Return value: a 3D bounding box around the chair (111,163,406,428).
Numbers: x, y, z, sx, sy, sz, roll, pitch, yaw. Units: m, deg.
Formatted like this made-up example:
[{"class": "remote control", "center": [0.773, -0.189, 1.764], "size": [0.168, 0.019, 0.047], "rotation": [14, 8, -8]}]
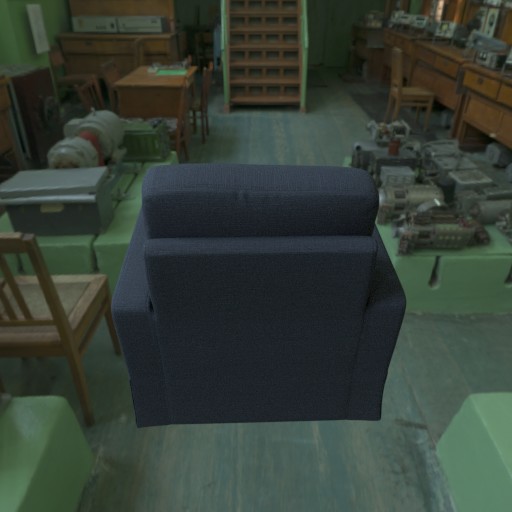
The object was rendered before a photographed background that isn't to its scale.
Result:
[{"class": "chair", "center": [0.000, 0.000, 1.517], "size": [0.798, 0.855, 0.863], "rotation": [-1, 32, -2]}]
